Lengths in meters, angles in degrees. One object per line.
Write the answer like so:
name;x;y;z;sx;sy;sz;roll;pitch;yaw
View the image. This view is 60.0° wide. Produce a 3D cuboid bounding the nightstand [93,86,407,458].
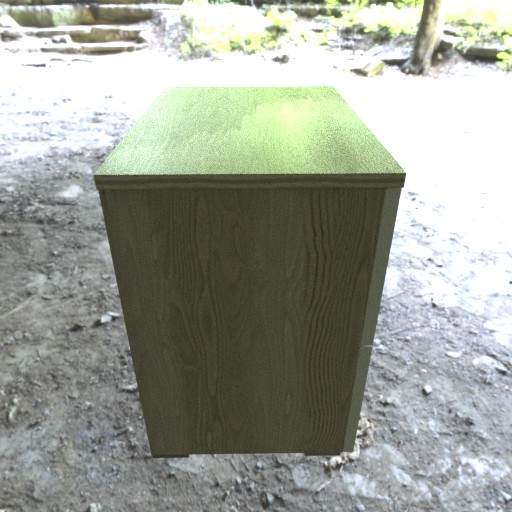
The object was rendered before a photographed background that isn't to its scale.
nightstand;0.000;0.000;0.745;0.325;0.461;0.442;0;32;-1
